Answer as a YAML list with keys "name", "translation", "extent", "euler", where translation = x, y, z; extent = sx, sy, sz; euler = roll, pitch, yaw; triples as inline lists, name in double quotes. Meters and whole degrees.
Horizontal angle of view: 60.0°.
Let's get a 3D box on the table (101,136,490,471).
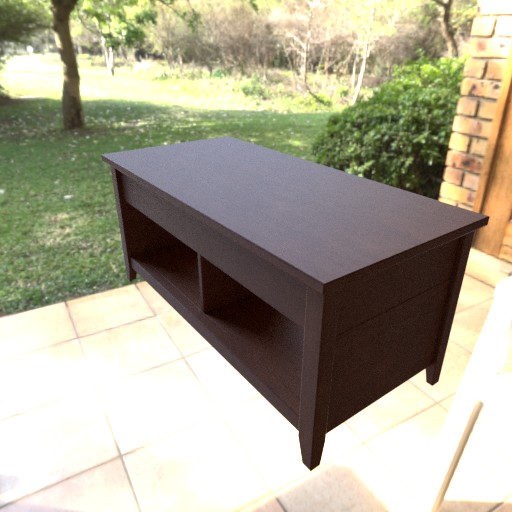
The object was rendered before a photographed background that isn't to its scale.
- name: "table"
  translation: [0.000, 0.000, 1.278]
  extent: [0.483, 0.457, 1.016]
  euler: [-18, 32, -32]
